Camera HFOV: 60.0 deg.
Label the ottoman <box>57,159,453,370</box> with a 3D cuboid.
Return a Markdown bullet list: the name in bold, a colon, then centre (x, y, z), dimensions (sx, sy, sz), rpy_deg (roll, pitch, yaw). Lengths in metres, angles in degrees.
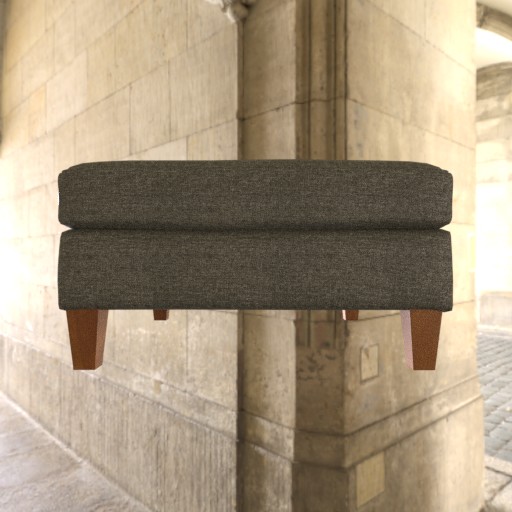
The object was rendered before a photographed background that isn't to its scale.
- **ottoman**: centre (0.000, 0.000, 1.317), dimensions (0.838, 0.481, 0.838), rpy_deg (0, 0, 0)
